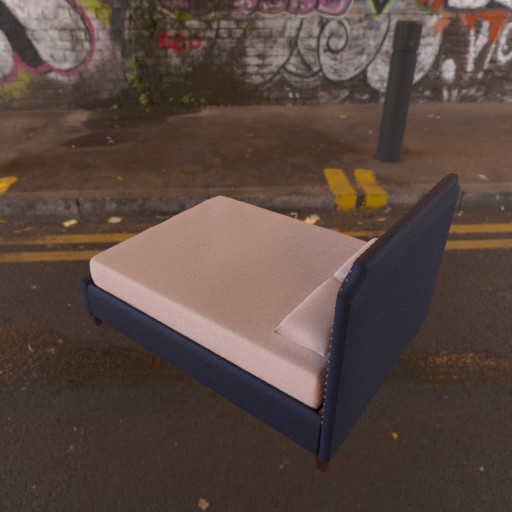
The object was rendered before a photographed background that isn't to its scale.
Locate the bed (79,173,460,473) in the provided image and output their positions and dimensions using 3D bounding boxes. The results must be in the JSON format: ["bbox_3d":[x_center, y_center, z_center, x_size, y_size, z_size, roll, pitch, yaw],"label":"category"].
[{"bbox_3d":[0.000,0.000,3.425,2.372,1.443,1.712,21,37,31],"label":"bed"}]
